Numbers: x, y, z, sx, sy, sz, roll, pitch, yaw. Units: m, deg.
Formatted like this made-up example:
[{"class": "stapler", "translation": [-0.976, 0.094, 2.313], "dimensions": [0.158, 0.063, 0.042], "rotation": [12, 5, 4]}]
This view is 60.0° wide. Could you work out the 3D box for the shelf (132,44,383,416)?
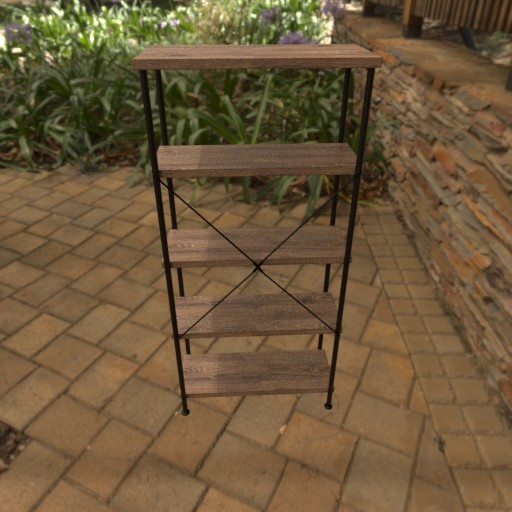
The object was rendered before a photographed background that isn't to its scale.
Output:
[{"class": "shelf", "translation": [0.000, 0.000, 2.009], "dimensions": [0.800, 1.700, 0.360], "rotation": [-2, 32, -3]}]
